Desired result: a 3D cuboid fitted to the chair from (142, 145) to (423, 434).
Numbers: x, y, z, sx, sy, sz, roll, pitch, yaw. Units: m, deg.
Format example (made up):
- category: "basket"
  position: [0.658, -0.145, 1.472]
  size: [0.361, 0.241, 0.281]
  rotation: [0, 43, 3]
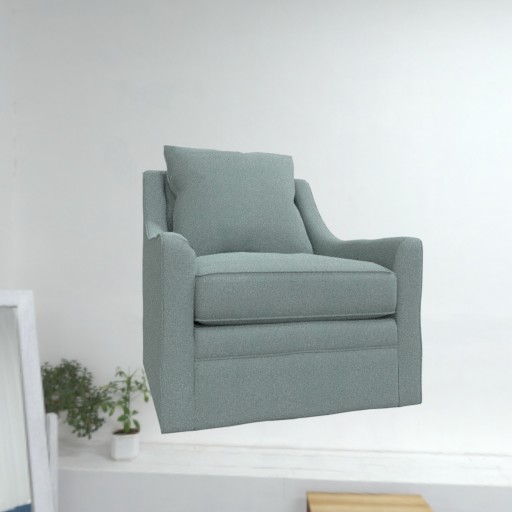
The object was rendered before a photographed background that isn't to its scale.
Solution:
- category: "chair"
  position: [0.000, 0.000, 1.590]
  size: [0.760, 0.926, 0.870]
  rotation: [0, -1, -18]
